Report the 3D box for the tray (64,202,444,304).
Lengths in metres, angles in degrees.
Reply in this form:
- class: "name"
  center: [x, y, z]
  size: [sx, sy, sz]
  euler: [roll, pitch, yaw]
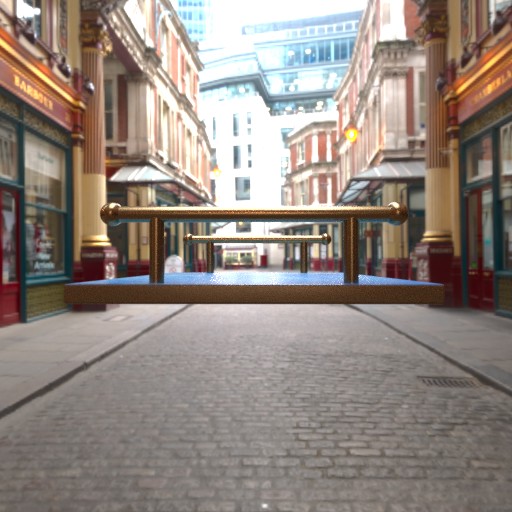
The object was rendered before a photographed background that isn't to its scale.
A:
- class: "tray"
  center: [0.000, 0.000, 0.574]
  size: [0.304, 0.084, 0.444]
  euler: [0, -1, 1]
